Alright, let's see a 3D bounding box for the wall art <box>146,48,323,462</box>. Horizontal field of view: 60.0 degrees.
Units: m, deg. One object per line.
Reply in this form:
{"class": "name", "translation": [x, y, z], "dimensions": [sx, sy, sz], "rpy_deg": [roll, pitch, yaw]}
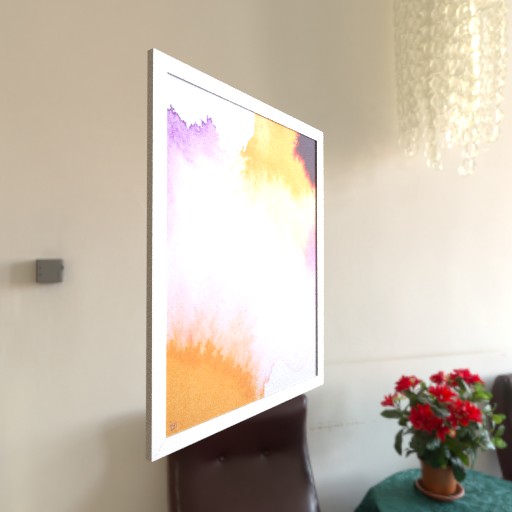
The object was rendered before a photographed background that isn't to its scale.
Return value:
{"class": "wall art", "translation": [0.000, 0.000, 0.792], "dimensions": [0.012, 0.557, 0.482], "rpy_deg": [-1, -1, 37]}
